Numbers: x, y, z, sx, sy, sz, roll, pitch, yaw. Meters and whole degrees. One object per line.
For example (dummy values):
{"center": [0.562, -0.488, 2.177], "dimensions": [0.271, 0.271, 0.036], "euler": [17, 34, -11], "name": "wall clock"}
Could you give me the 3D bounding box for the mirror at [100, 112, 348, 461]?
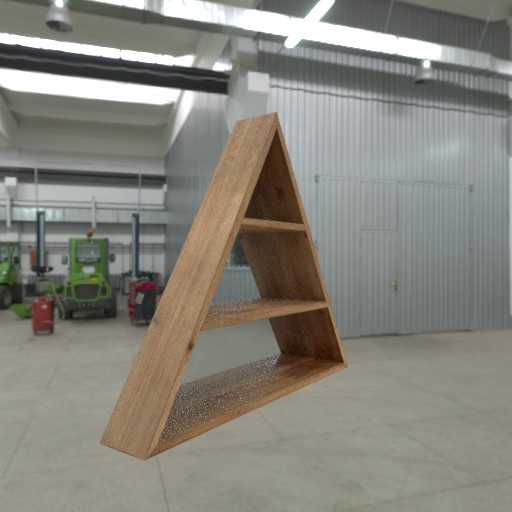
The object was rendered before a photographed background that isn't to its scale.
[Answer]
{"center": [0.000, 0.000, 0.870], "dimensions": [0.100, 0.548, 0.631], "euler": [0, 0, 37], "name": "mirror"}
